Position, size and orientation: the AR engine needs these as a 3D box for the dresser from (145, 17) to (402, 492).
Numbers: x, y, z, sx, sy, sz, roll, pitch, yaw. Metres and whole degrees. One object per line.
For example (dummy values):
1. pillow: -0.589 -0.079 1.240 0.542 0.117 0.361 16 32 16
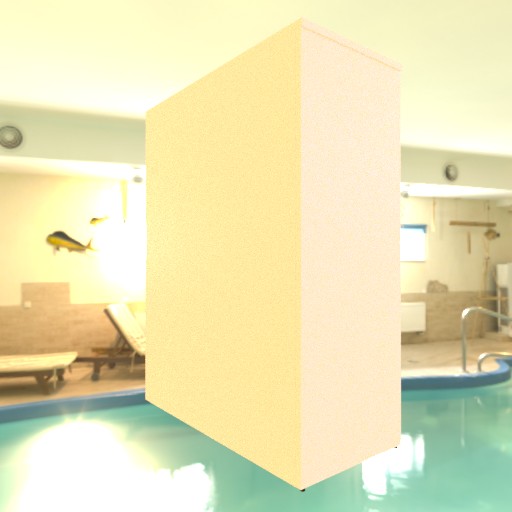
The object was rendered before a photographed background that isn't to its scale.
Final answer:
1. dresser: 0.000 0.000 1.396 0.380 1.040 0.800 0 0 -39
